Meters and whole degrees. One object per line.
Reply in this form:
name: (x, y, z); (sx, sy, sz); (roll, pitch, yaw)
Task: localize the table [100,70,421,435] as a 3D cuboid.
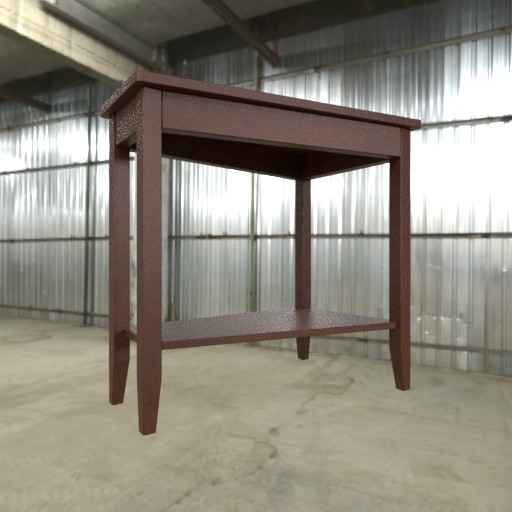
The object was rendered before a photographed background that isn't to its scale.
table: (0.000, 0.000, 0.961); (0.605, 0.589, 0.399); (0, 0, -34)
